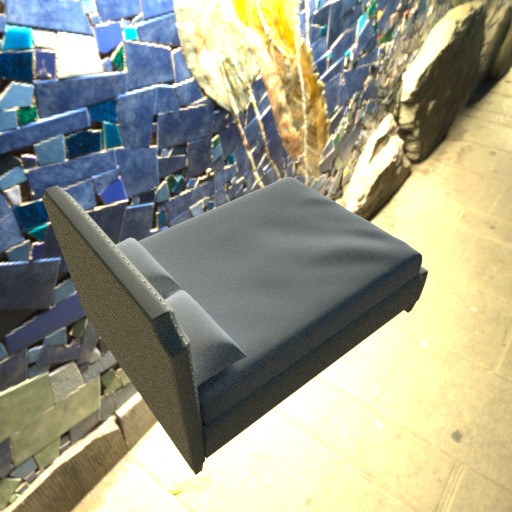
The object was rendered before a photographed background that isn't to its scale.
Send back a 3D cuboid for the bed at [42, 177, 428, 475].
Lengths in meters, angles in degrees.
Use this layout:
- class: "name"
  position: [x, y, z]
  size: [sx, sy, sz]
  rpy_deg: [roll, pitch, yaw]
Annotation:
- class: "bed"
  position: [0.000, 0.000, 3.467]
  size: [2.381, 1.457, 1.713]
  rpy_deg: [-28, 48, -29]
